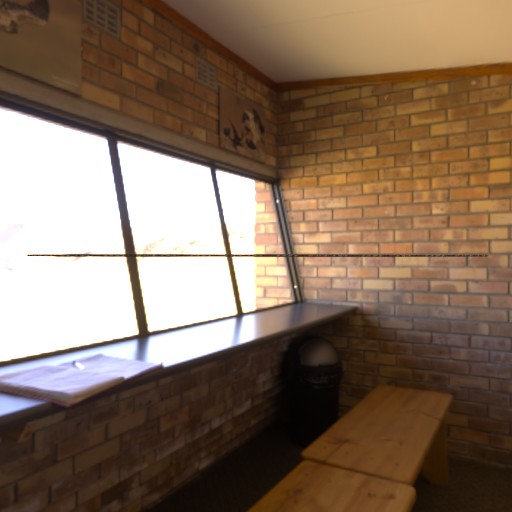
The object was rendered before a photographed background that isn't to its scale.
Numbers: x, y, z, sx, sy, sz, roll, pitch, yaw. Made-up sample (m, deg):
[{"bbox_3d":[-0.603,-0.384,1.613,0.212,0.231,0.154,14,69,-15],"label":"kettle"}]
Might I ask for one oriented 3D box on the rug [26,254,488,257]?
[{"bbox_3d":[0.000,0.000,3.904,2.902,0.017,2.305,0,0,-1],"label":"rug"}]
